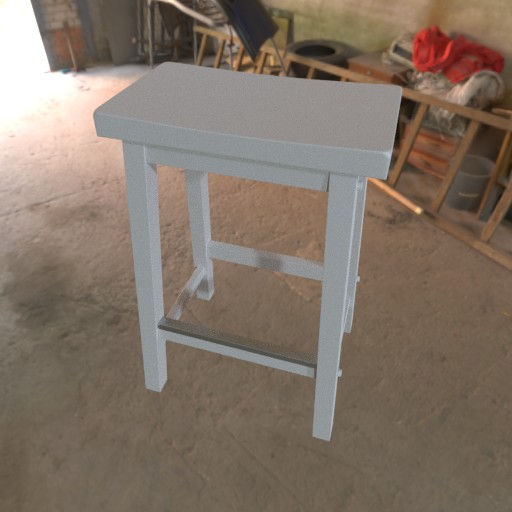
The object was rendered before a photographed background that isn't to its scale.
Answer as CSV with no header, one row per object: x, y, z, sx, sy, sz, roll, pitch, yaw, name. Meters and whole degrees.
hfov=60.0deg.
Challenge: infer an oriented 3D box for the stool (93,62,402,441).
0.000,0.000,0.846,0.406,0.610,0.322,11,42,13,stool
